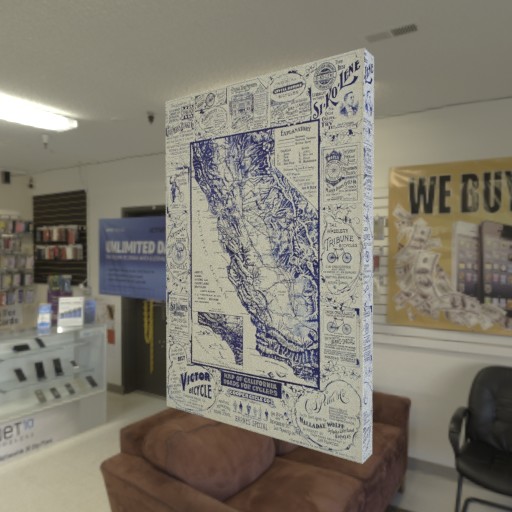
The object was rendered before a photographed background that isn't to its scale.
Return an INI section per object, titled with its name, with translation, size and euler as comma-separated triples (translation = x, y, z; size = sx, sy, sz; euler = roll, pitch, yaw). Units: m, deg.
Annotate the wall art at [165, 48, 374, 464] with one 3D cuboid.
[wall art]
translation = 0.000, 0.000, 0.773
size = 0.408, 0.601, 0.040
euler = 1, 1, 35
